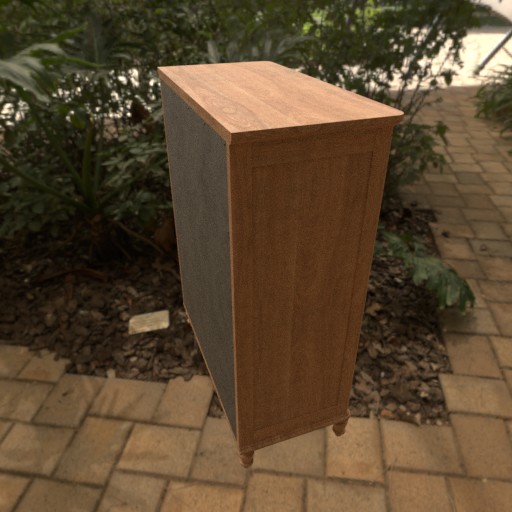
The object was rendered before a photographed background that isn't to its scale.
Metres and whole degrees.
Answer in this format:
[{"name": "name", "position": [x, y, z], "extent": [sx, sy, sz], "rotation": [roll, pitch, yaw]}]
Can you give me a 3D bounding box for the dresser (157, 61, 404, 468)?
[{"name": "dresser", "position": [0.000, 0.000, 1.804], "extent": [0.484, 1.318, 0.973], "rotation": [-11, 33, -17]}]
